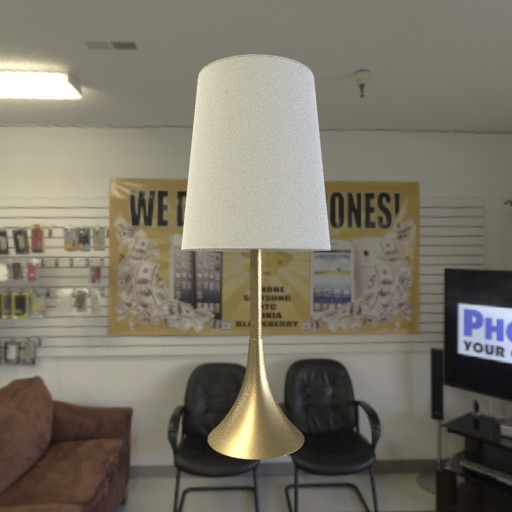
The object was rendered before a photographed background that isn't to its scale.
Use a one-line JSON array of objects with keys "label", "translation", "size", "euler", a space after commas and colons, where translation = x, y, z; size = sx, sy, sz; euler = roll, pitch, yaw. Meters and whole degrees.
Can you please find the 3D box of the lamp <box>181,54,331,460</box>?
[{"label": "lamp", "translation": [0.000, 0.000, 0.694], "size": [0.231, 0.569, 0.231], "euler": [0, 0, 0]}]
